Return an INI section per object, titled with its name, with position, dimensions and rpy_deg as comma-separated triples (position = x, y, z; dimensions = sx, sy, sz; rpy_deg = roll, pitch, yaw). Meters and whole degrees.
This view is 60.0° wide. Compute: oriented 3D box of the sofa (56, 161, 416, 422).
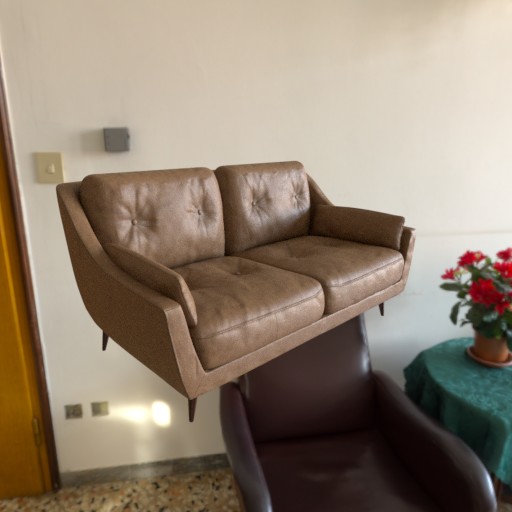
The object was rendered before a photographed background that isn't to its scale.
[sofa]
position = 0.000, 0.000, 2.305
dimensions = 0.981, 0.886, 1.731
rpy_deg = 15, 21, 43
